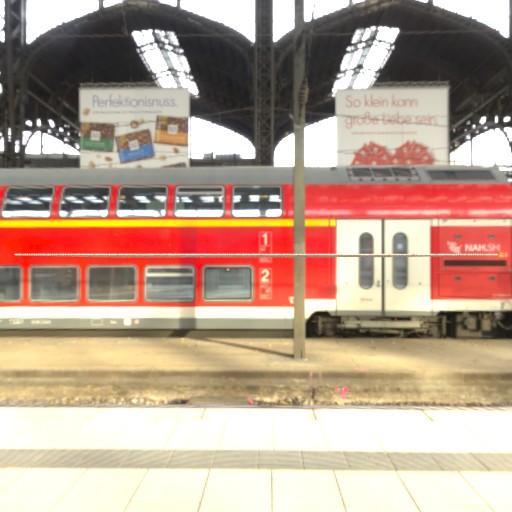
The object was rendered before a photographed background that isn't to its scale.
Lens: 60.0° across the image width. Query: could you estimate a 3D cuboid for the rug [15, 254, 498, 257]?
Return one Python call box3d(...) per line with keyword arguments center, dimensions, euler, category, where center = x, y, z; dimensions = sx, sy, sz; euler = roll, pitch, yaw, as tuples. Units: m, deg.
box3d(center=(0.000, 0.000, 2.276), dimensions=(1.818, 0.005, 1.217), euler=(0, -1, 0), category="rug")
